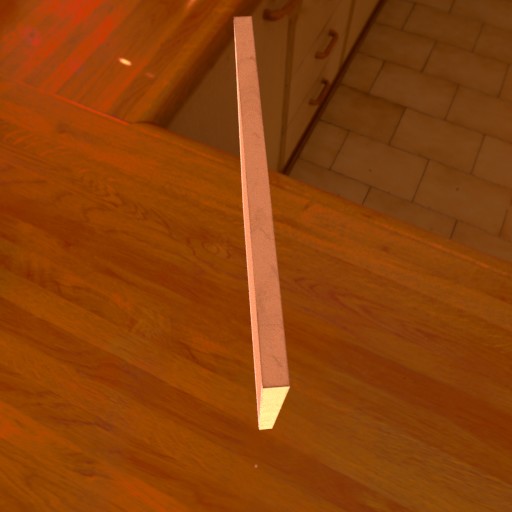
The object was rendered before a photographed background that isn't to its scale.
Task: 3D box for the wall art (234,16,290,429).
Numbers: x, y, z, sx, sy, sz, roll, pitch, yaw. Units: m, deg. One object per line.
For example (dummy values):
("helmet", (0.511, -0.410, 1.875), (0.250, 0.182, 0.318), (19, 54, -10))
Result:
("wall art", (0.000, 0.000, 1.113), (0.038, 0.757, 0.760), (-4, 65, -2))
